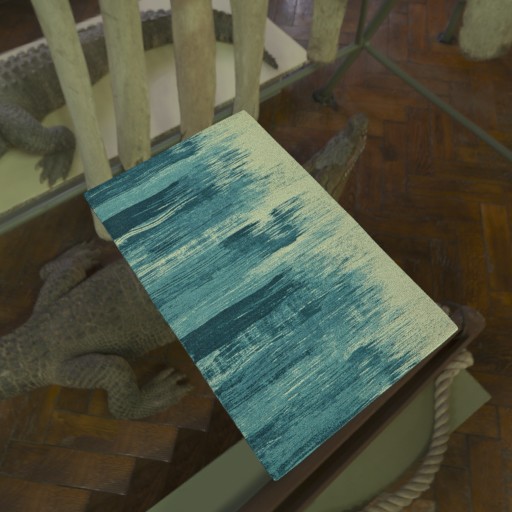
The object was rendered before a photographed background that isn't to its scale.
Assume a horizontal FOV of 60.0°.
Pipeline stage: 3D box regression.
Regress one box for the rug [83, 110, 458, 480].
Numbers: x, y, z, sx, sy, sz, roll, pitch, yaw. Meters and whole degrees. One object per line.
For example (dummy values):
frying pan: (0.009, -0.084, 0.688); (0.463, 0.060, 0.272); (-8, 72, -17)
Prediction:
rug: (0.000, 0.000, 3.150); (1.540, 0.027, 2.450); (-33, 67, -16)
